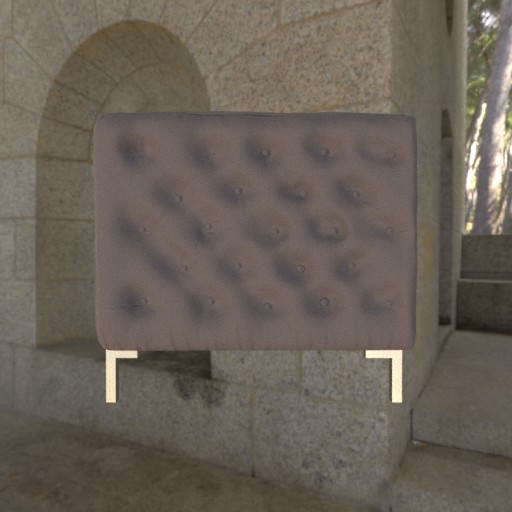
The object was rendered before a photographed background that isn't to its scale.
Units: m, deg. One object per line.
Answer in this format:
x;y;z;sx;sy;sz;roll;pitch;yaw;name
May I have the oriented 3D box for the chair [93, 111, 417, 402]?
0.000;0.000;1.630;0.913;0.807;0.946;0;1;0;chair
